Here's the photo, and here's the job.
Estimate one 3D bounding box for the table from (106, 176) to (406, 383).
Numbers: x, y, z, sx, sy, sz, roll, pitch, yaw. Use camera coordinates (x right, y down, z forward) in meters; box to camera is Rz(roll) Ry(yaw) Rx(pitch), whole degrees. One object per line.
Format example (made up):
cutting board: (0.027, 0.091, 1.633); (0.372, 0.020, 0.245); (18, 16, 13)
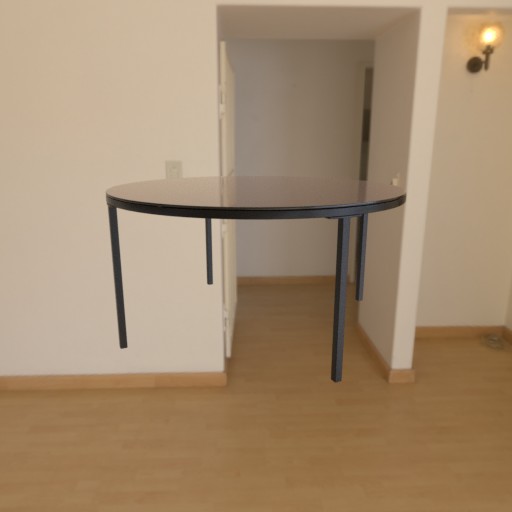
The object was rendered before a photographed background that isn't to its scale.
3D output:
table: (0.000, 0.000, 1.287); (0.800, 0.400, 0.800); (0, 15, 0)
